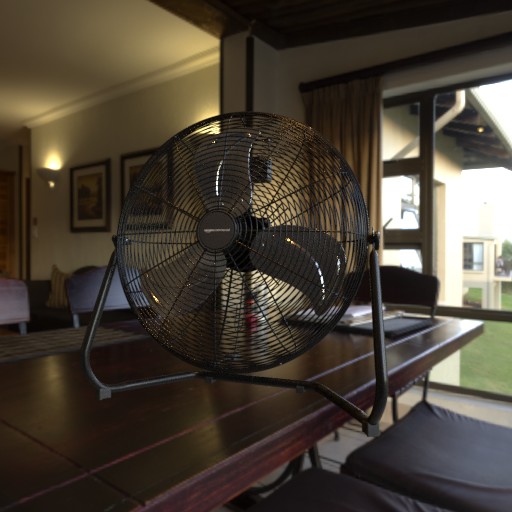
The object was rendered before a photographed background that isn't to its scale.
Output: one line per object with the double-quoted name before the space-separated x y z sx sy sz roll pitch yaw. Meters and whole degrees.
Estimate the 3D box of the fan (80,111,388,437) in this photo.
"fan" 0.000 0.000 0.931 0.555 0.546 0.424 0 1 19
